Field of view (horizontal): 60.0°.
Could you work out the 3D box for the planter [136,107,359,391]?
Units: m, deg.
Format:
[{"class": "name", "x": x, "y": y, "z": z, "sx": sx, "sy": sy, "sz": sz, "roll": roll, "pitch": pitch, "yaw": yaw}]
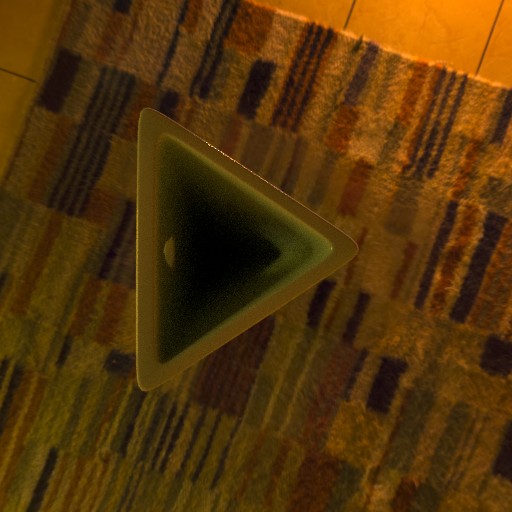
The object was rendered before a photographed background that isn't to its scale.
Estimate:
[{"class": "planter", "x": 0.000, "y": 0.000, "z": 0.212, "sx": 0.064, "sy": 0.178, "sz": 0.080, "roll": 0, "pitch": 89, "yaw": 2}]
